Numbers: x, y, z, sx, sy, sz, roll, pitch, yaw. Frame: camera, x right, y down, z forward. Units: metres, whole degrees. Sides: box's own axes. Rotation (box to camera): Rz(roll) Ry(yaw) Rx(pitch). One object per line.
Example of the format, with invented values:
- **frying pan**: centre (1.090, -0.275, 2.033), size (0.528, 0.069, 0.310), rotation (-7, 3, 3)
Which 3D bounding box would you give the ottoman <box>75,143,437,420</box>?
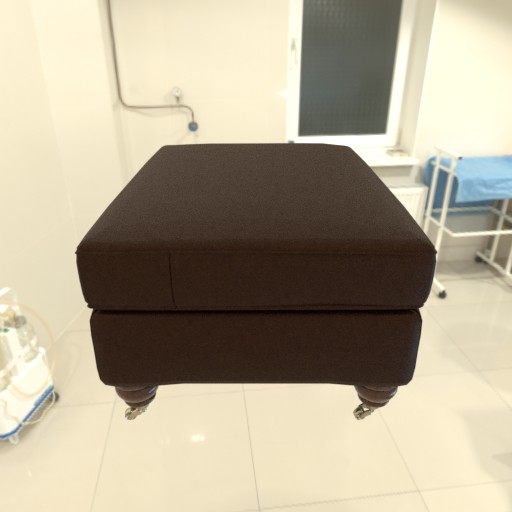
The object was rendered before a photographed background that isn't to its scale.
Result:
- **ottoman**: centre (0.000, 0.000, 1.801), size (0.967, 0.730, 1.187), rotation (0, 26, 0)
